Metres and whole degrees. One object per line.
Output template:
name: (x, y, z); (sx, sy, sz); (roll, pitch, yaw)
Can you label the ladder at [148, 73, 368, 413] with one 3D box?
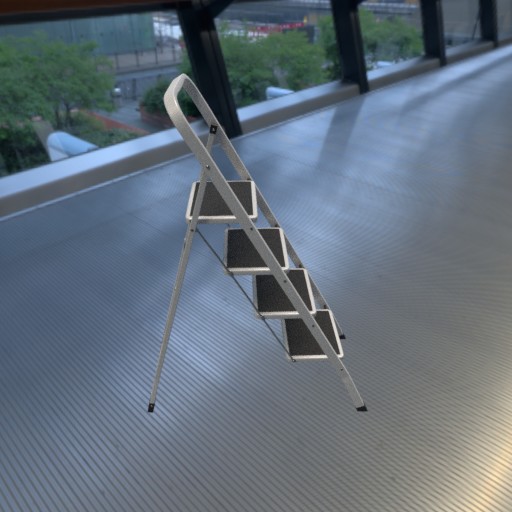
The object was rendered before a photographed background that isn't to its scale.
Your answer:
ladder: (0.000, 0.000, 1.686); (0.914, 1.265, 0.460); (-1, 32, -2)
